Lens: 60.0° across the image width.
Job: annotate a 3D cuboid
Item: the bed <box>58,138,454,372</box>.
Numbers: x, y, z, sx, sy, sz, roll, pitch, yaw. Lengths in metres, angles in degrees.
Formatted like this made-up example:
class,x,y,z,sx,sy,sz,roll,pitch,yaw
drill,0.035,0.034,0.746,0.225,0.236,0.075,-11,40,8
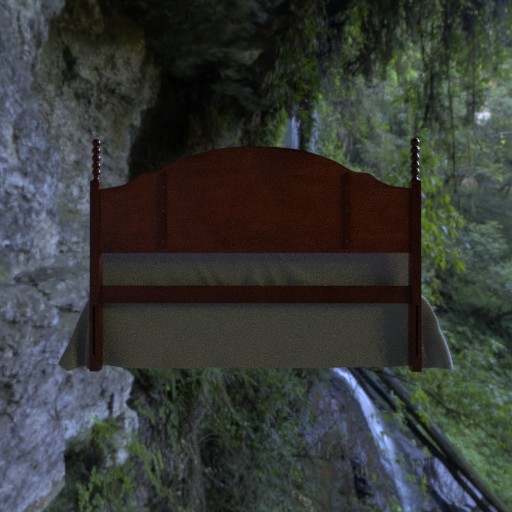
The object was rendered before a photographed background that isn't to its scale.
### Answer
class,x,y,z,sx,sy,sz,roll,pitch,yaw
bed,0.000,0.000,3.652,2.322,1.355,2.219,0,0,0
